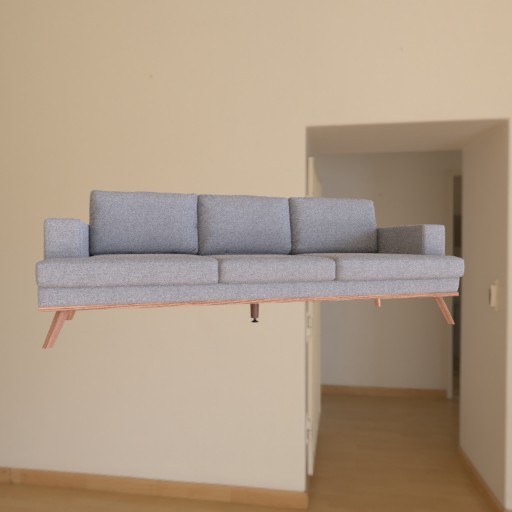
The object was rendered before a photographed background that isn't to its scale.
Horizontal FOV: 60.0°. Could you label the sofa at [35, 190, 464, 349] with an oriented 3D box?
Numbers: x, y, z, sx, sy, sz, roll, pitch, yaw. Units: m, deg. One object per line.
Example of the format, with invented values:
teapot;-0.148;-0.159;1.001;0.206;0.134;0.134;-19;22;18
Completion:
sofa;0.000;0.000;2.713;2.310;0.810;0.920;0;1;-17
